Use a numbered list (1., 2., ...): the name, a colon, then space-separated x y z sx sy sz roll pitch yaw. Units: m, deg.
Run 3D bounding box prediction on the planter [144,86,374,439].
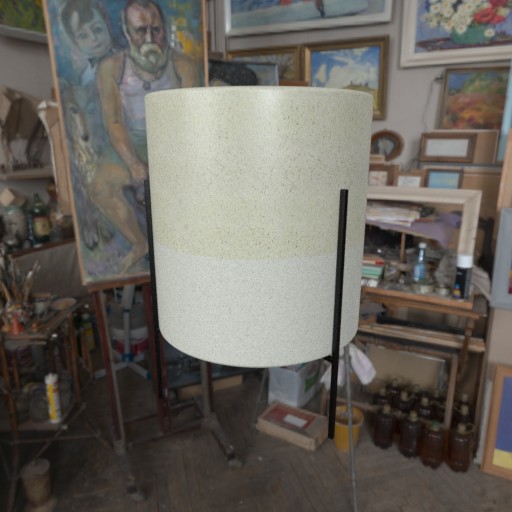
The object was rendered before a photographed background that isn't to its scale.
1. planter: 0.000 0.000 0.709 0.333 0.483 0.324 -3 16 -9
